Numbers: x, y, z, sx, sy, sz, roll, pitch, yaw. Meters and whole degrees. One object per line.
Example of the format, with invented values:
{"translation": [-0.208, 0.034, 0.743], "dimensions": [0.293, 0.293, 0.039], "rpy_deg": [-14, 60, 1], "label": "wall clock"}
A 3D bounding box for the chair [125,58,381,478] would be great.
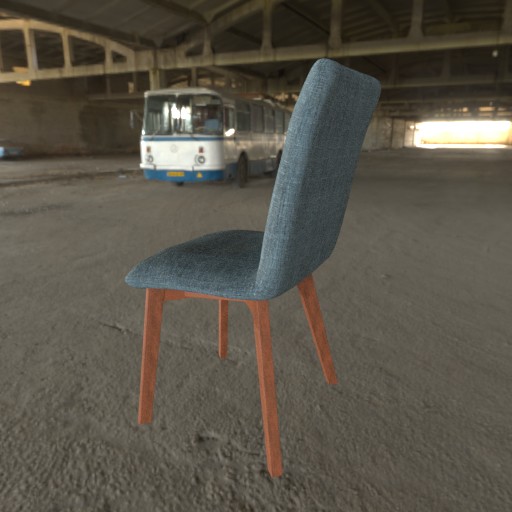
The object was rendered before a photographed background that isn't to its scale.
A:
{"translation": [0.000, 0.000, 1.272], "dimensions": [0.563, 0.974, 0.522], "rpy_deg": [8, 17, 26], "label": "chair"}
